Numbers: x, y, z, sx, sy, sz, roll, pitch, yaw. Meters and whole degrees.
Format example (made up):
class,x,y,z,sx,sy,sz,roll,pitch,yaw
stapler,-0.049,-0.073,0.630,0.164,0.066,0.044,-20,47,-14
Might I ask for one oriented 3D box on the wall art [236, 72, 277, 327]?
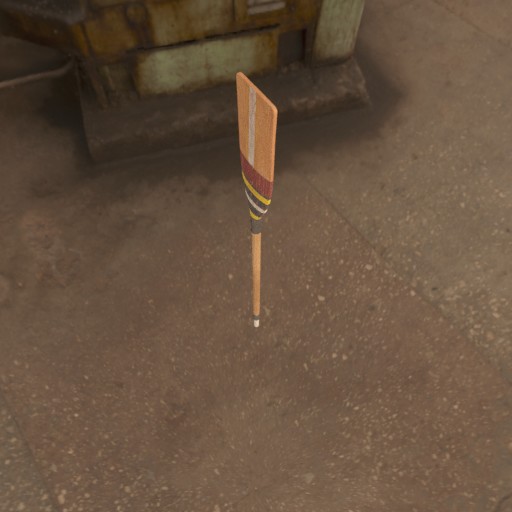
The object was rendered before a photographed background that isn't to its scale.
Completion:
class,x,y,z,sx,sy,sz,roll,pitch,yaw
wall art,0.000,0.000,1.650,0.038,1.556,0.146,-32,67,-15
